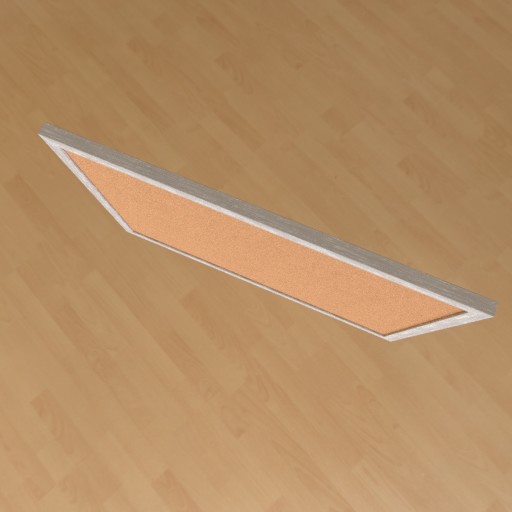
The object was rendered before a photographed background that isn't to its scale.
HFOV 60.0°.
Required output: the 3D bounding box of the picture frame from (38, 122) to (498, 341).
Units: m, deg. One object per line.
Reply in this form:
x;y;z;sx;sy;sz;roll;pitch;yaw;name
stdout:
0.000;0.000;1.164;0.950;0.640;0.029;22;76;6;picture frame
